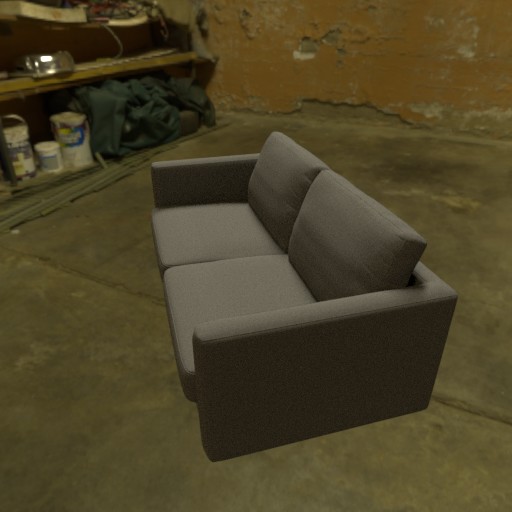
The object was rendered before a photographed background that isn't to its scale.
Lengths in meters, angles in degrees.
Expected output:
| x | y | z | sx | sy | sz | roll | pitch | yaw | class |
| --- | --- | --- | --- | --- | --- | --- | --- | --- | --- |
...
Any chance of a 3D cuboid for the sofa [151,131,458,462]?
| x | y | z | sx | sy | sz | roll | pitch | yaw | class |
| --- | --- | --- | --- | --- | --- | --- | --- | --- | --- |
| 0.000 | 0.000 | 2.191 | 0.940 | 0.866 | 1.713 | -8 | 30 | -14 | sofa |
